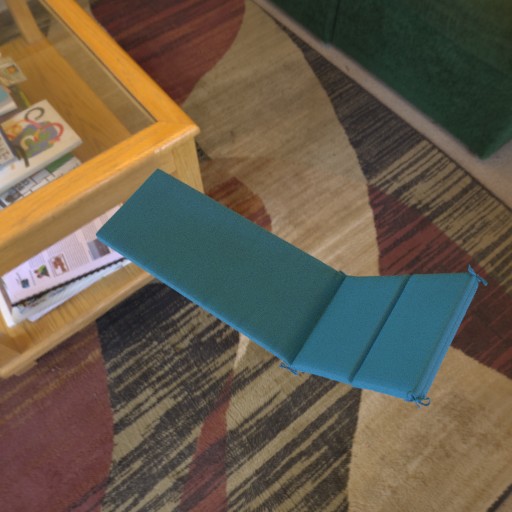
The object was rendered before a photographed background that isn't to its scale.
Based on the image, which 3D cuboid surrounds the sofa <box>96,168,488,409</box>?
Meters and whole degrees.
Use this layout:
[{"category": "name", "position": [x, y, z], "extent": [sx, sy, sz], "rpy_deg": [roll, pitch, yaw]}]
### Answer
[{"category": "sofa", "position": [0.000, 0.000, 1.949], "extent": [1.663, 0.622, 0.582], "rpy_deg": [31, 67, 14]}]
